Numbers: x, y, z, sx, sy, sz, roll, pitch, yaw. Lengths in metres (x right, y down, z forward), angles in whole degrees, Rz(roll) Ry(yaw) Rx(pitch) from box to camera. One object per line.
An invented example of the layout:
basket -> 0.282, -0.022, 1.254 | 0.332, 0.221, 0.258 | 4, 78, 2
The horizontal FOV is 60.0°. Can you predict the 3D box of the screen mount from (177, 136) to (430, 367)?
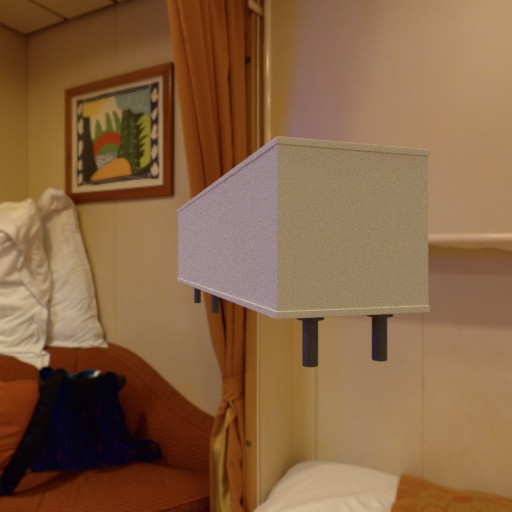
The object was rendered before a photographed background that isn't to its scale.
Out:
screen mount -> 0.000, 0.000, 1.790 | 0.418, 0.520, 1.600 | 0, 0, -18
